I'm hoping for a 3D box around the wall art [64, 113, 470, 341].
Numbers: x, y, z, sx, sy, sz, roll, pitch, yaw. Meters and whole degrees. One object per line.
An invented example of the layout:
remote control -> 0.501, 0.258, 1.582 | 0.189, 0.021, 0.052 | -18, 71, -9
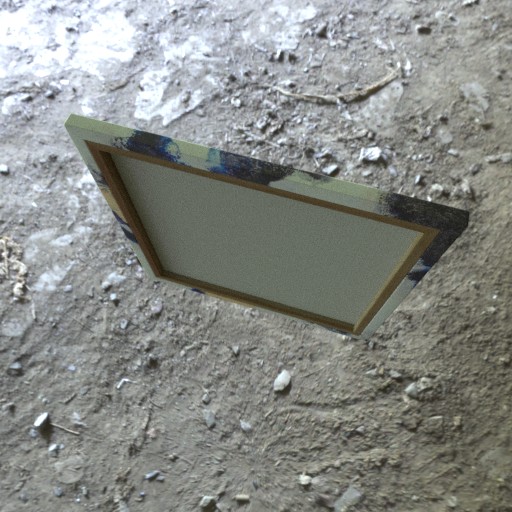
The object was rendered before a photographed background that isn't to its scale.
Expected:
wall art -> 0.000, 0.000, 1.335 | 0.887, 0.885, 0.038 | 15, 65, 7
